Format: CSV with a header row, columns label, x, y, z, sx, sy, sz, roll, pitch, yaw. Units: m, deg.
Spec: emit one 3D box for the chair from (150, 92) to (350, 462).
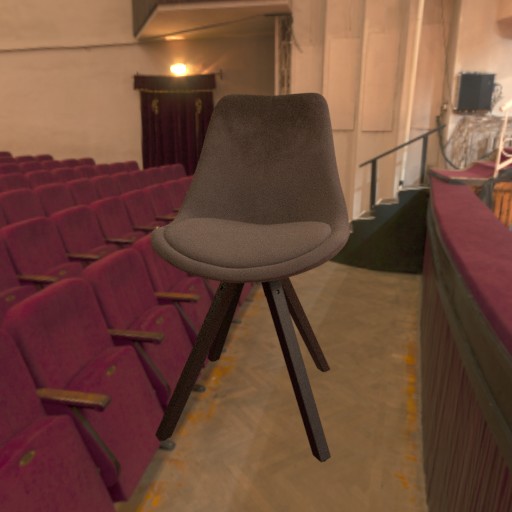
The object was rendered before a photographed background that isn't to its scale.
label,x,y,z,sx,sy,sz,roll,pitch,yaw
chair,0.000,0.000,1.163,0.476,0.850,0.550,3,15,10
